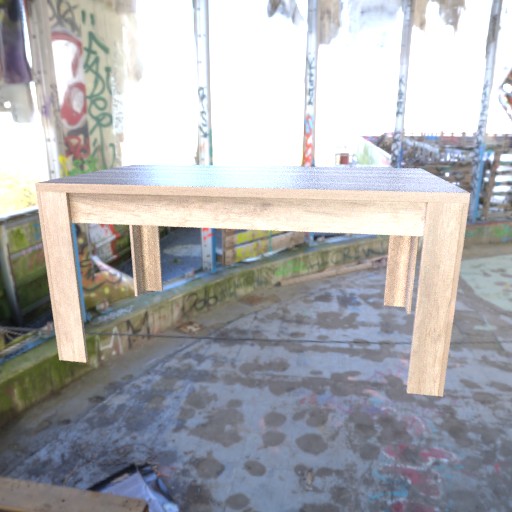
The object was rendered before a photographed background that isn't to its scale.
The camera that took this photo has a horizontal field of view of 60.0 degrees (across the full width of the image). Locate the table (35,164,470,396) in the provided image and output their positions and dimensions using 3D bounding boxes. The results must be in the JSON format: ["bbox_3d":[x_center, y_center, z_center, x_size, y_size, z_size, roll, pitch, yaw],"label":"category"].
[{"bbox_3d":[0.000,0.000,2.134,1.600,0.775,0.900,3,17,9],"label":"table"}]
